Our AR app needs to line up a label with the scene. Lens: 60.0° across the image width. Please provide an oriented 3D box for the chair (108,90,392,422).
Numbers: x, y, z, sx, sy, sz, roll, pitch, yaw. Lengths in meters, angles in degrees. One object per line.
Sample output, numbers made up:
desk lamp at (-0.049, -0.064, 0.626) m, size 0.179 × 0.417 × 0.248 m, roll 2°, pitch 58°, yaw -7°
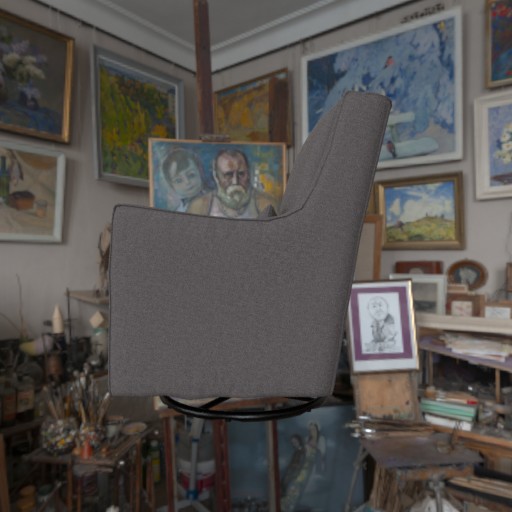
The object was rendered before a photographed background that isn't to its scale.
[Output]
chair at (0.000, 0.000, 1.616) m, size 0.879 × 0.993 × 0.732 m, roll 0°, pitch 0°, yaw 0°
